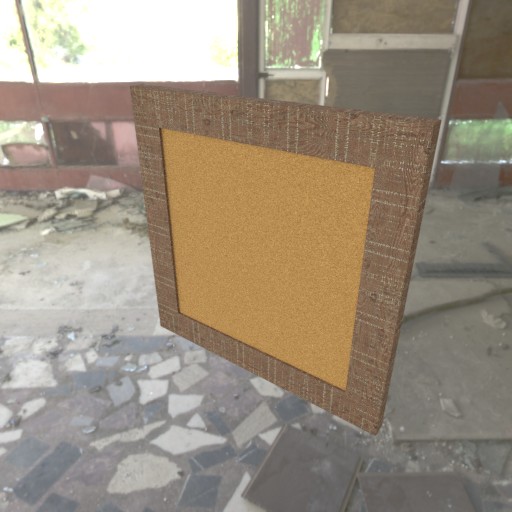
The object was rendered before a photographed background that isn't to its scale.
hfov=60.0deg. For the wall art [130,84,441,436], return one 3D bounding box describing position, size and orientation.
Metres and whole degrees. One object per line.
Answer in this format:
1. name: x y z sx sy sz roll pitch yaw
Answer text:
1. wall art: 0.000 0.000 0.788 0.531 0.531 0.029 19 34 31
